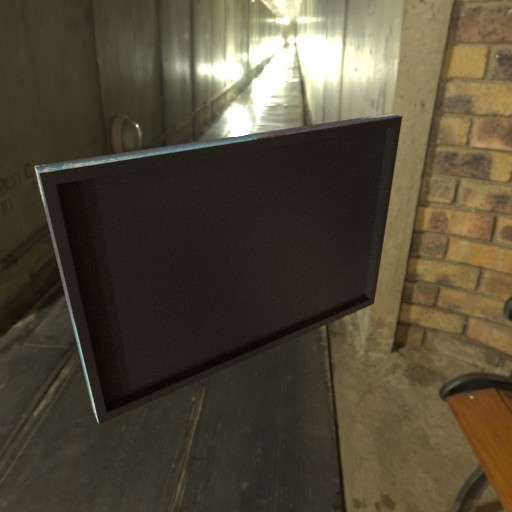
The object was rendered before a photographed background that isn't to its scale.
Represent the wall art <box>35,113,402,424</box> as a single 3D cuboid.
[{"bbox_3d":[0.000,0.000,0.757,0.609,0.406,0.033,-17,33,-29],"label":"wall art"}]
